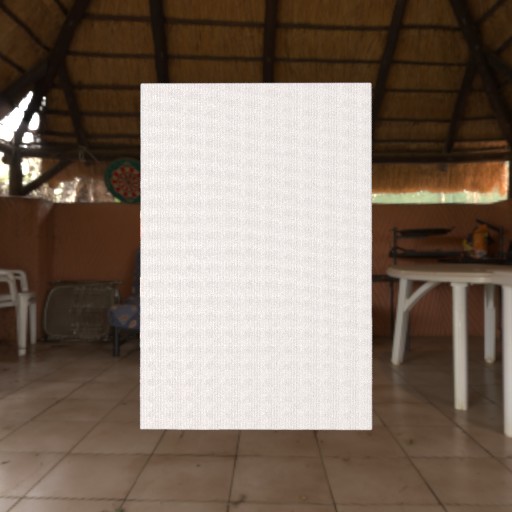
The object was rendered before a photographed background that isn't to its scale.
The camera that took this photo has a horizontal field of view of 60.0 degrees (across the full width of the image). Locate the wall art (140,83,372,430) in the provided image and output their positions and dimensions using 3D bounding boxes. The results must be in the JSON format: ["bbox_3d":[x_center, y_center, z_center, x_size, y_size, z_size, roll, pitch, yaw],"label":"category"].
[{"bbox_3d":[0.000,0.000,1.192,0.609,0.911,0.061,0,0,0],"label":"wall art"}]
